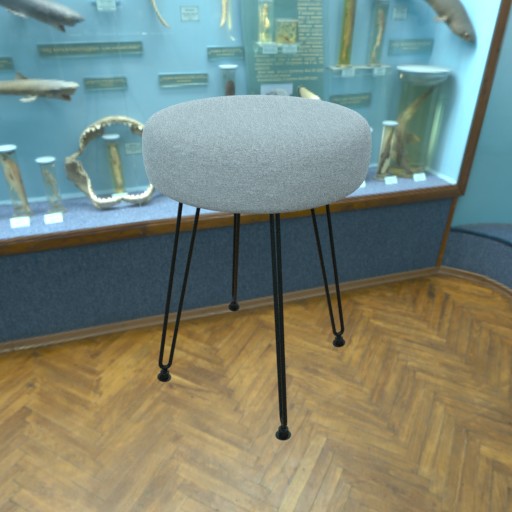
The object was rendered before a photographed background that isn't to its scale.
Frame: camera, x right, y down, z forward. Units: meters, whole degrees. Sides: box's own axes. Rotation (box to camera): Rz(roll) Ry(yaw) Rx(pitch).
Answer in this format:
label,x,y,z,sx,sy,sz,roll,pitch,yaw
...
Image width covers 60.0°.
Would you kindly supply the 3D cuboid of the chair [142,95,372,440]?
label,x,y,z,sx,sy,sz,roll,pitch,yaw
chair,0.000,0.000,0.689,0.350,0.440,0.350,-8,31,-13
